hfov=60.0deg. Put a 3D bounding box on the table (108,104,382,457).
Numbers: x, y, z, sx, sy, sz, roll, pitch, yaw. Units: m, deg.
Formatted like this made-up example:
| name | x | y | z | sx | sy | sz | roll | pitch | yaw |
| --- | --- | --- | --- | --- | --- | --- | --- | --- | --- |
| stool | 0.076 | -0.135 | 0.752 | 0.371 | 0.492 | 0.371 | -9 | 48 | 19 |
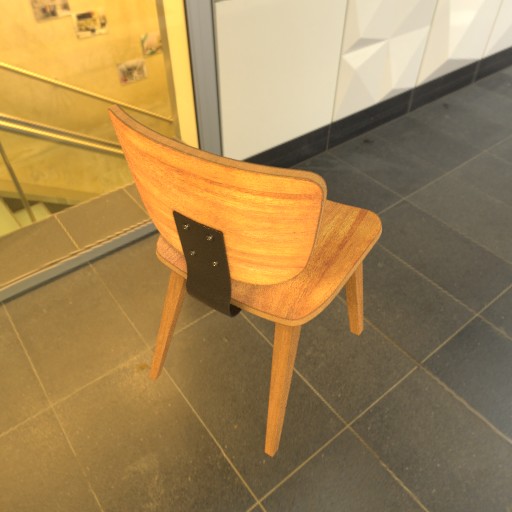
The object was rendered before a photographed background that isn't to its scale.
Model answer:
| name | x | y | z | sx | sy | sz | roll | pitch | yaw |
| --- | --- | --- | --- | --- | --- | --- | --- | --- | --- |
| table | 0.000 | 0.000 | 1.075 | 0.499 | 0.805 | 0.500 | 24 | 50 | 22 |
